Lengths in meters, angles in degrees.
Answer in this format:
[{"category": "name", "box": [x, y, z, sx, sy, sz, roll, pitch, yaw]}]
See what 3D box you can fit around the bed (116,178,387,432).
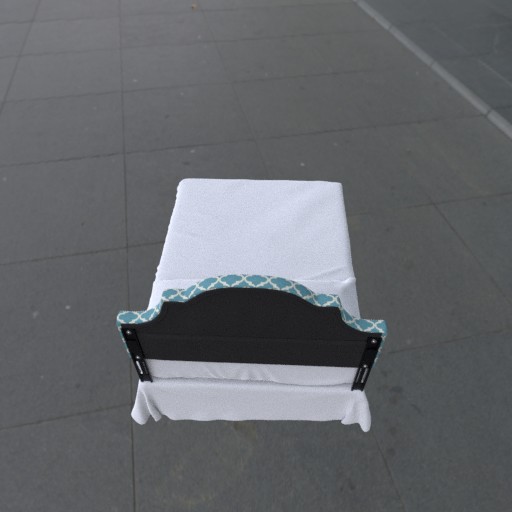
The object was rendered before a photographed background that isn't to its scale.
[{"category": "bed", "box": [0.000, 0.000, 3.536, 1.780, 1.633, 2.222, 2, 47, 2]}]
